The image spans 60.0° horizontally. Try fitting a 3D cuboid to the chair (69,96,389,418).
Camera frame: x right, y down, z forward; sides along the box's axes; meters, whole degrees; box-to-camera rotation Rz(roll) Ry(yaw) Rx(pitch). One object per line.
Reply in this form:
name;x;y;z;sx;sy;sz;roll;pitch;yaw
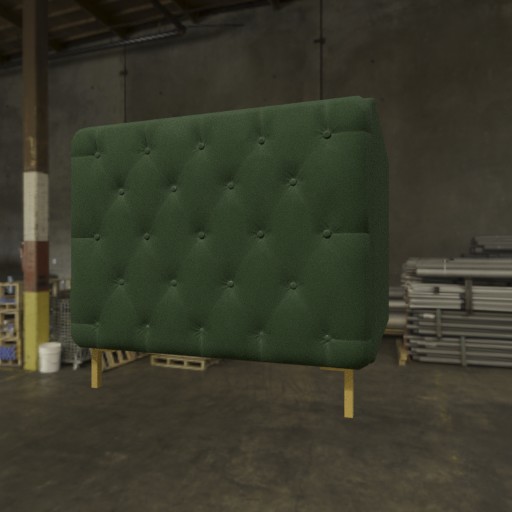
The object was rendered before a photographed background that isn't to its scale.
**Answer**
chair;0.000;0.000;1.538;0.855;0.768;0.917;0;0;19
